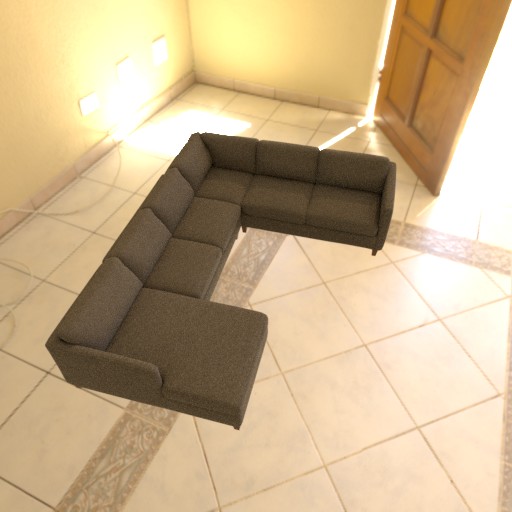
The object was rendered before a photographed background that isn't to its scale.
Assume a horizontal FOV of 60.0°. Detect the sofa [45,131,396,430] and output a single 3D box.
[{"bbox_3d":[0.000,0.000,4.425,2.551,0.853,3.238,11,47,10],"label":"sofa"}]
